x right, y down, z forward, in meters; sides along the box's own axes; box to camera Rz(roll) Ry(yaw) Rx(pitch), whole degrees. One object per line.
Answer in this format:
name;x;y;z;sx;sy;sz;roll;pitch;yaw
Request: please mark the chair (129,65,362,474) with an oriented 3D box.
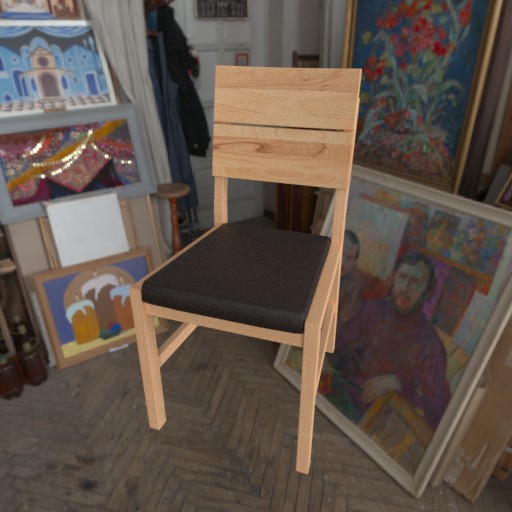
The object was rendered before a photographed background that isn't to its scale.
chair;0.000;0.000;1.248;0.475;0.950;0.560;9;28;17
